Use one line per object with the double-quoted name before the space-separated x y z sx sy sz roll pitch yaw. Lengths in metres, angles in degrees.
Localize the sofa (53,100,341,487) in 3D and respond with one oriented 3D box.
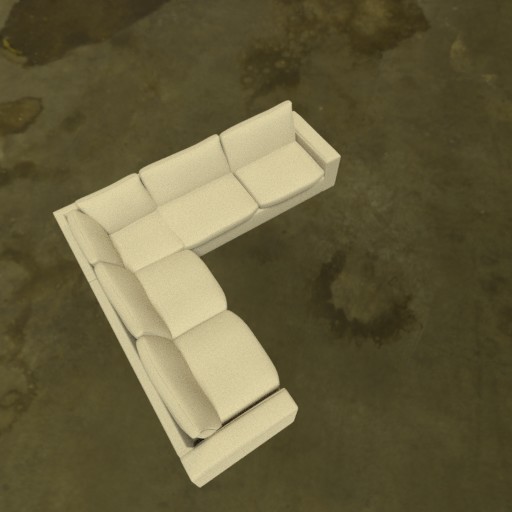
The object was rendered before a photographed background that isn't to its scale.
"sofa" 0.000 0.000 4.708 3.206 0.918 3.066 -29 63 -17
